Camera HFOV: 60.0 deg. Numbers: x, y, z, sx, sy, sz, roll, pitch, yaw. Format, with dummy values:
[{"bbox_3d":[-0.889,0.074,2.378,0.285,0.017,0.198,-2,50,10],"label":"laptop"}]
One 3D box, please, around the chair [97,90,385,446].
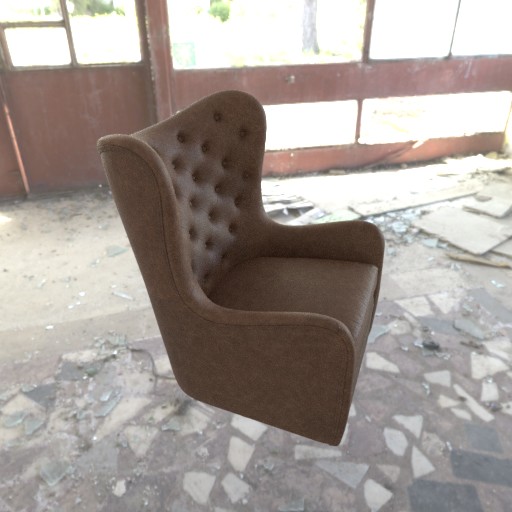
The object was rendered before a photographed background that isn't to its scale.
[{"bbox_3d":[0.000,0.000,1.731,0.930,1.079,0.831,11,32,18],"label":"chair"}]
